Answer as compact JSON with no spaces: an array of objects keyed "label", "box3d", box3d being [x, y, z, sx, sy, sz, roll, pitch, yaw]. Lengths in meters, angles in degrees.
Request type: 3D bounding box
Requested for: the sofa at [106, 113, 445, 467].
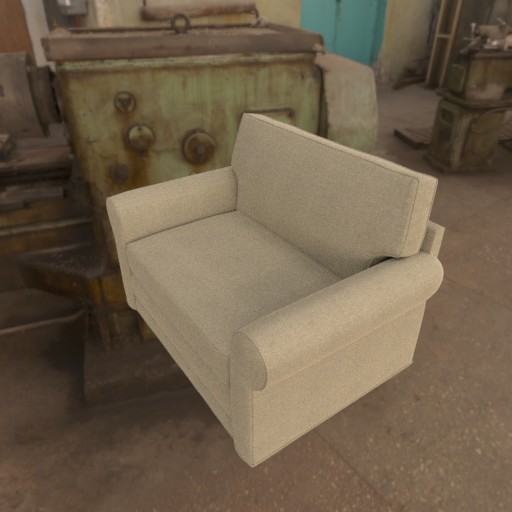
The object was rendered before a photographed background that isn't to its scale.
[{"label":"sofa","box3d":[0.000,0.000,2.058,0.936,0.991,1.405,-20,37,-29]}]
